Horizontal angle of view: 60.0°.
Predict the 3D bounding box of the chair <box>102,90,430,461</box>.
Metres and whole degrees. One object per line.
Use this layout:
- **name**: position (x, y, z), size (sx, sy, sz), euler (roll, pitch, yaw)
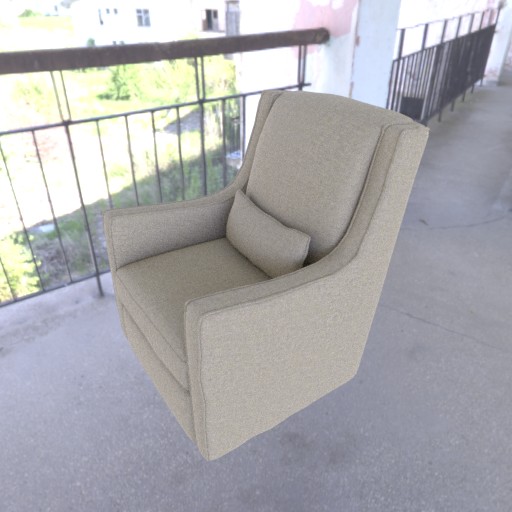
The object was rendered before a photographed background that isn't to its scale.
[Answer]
- **chair**: position (0.000, 0.000, 1.565), size (0.879, 0.993, 0.732), euler (-20, 36, -29)
